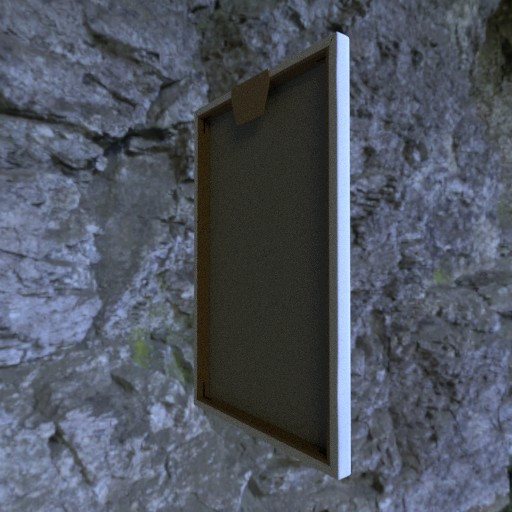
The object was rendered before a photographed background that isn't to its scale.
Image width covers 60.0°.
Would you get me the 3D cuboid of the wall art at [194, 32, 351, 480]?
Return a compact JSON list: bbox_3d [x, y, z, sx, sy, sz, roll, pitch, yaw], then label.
[{"bbox_3d":[0.000,0.000,1.153,0.048,0.916,0.602,1,-1,-37],"label":"wall art"}]
